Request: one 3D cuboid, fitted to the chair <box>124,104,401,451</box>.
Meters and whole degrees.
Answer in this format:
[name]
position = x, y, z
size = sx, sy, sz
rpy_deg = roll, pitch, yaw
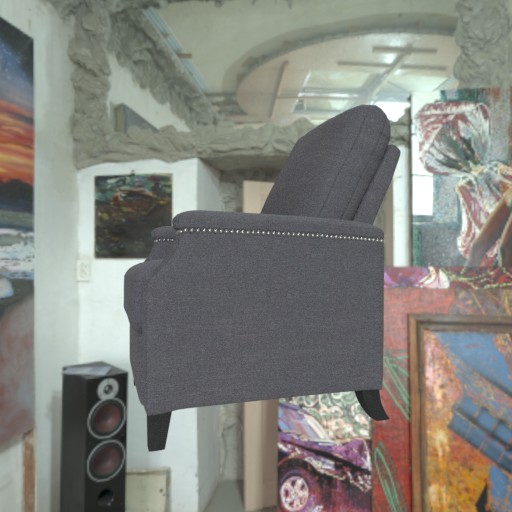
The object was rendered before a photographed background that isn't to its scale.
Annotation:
[chair]
position = 0.000, 0.000, 1.635
size = 0.922, 1.049, 0.710
rpy_deg = 0, -1, -19
